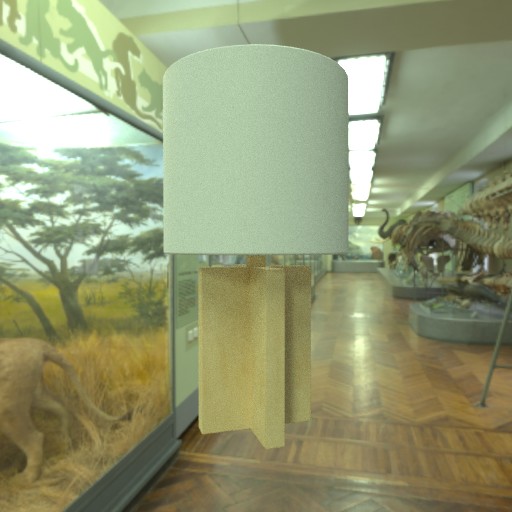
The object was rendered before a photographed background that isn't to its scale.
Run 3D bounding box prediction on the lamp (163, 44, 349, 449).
[{"bbox_3d":[0.000,0.000,0.560,0.229,0.428,0.229,0,1,-18],"label":"lamp"}]
